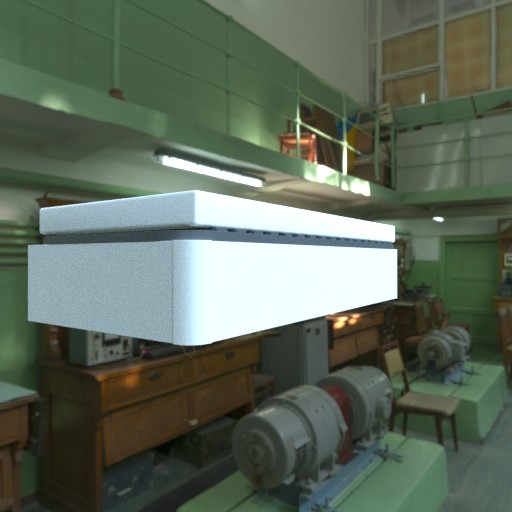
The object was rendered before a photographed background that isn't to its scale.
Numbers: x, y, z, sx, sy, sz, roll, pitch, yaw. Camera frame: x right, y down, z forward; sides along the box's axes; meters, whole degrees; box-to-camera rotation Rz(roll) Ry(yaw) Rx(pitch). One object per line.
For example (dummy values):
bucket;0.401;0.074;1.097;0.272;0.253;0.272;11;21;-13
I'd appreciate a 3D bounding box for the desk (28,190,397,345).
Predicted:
desk;0.000;0.000;2.293;0.900;0.526;1.900;0;0;35
